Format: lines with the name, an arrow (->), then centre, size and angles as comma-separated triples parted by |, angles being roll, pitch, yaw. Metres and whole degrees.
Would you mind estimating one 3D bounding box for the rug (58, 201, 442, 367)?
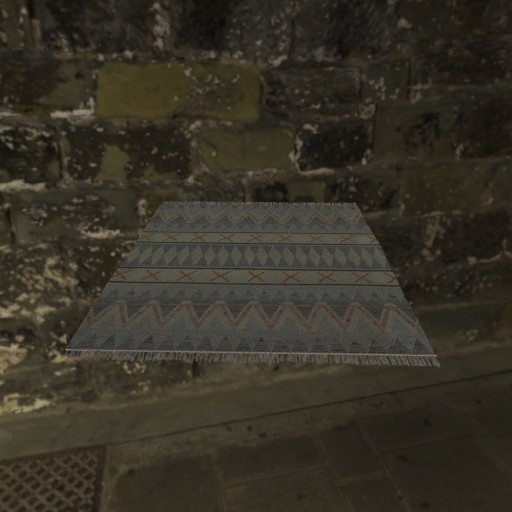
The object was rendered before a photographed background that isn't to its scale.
rug -> 0.000, 0.000, 4.038 | 2.371, 0.012, 3.000 | 1, 26, 1
